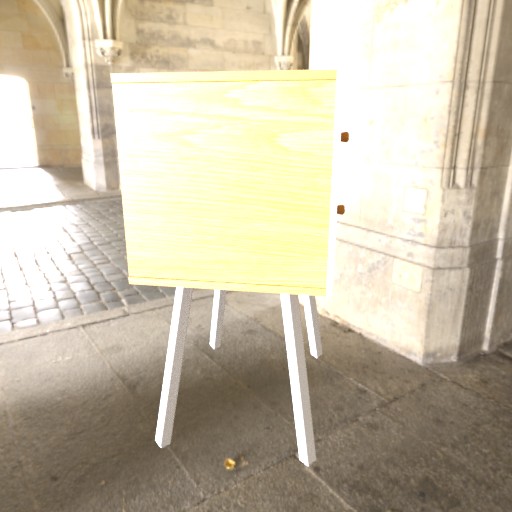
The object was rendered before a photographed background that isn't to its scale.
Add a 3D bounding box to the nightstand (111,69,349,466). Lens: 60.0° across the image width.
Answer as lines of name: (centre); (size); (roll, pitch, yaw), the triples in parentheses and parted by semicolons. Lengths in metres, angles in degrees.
nightstand: (0.000, 0.000, 0.829); (0.316, 0.601, 0.400); (3, 17, 9)
